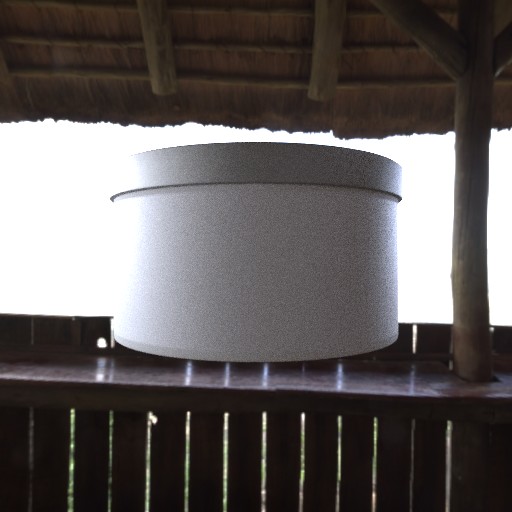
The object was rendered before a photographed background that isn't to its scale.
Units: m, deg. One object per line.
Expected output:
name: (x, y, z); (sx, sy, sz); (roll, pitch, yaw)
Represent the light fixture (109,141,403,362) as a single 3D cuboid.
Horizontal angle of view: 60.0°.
light fixture: (0.000, 0.000, 0.625); (0.393, 0.229, 0.393); (0, 0, 0)
